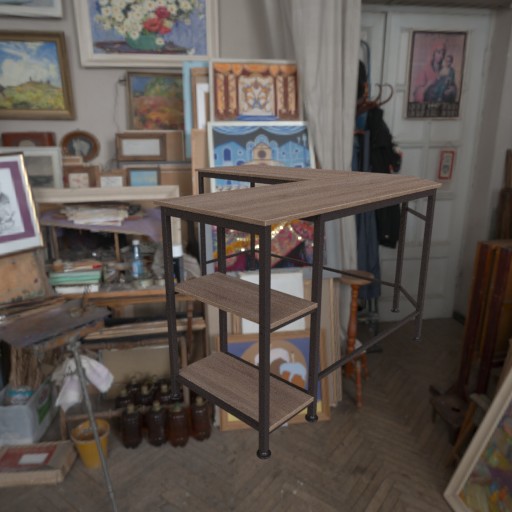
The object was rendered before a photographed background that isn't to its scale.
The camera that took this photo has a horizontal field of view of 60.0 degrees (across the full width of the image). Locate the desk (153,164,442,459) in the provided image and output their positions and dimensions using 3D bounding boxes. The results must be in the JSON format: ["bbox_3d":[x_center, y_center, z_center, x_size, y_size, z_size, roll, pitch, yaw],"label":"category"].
[{"bbox_3d":[0.000,0.000,2.167,1.379,0.739,1.379,15,21,42],"label":"desk"}]
